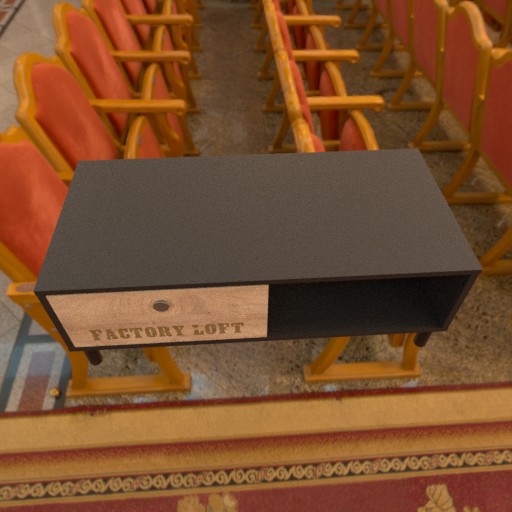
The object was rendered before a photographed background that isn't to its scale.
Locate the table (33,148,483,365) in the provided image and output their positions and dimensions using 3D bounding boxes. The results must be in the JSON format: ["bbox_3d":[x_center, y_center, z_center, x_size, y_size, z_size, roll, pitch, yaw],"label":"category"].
[{"bbox_3d":[0.000,0.000,1.406,1.100,0.400,0.550,-3,48,-2],"label":"table"}]
